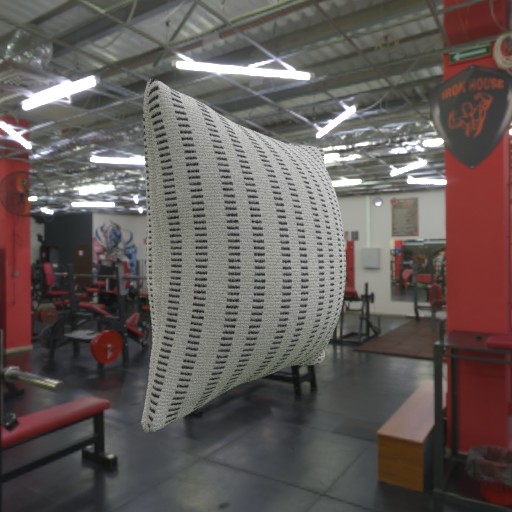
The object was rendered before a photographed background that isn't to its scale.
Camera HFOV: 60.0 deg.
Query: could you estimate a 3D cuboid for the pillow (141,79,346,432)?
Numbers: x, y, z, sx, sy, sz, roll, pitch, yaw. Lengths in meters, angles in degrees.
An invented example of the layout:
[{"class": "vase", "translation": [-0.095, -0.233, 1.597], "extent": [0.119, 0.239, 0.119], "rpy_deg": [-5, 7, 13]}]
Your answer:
[{"class": "pillow", "translation": [0.000, 0.000, 0.694], "extent": [0.247, 0.419, 0.438], "rpy_deg": [0, 0, 36]}]
